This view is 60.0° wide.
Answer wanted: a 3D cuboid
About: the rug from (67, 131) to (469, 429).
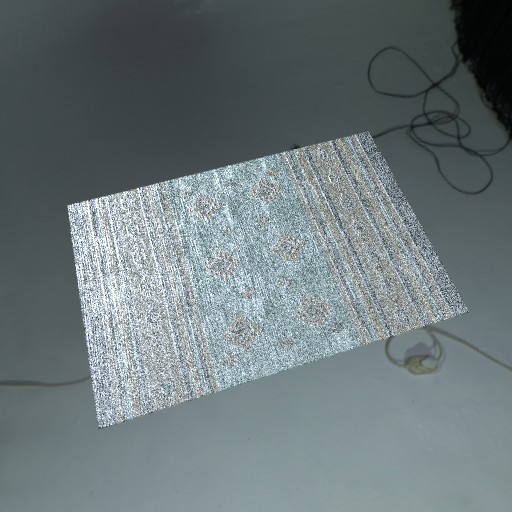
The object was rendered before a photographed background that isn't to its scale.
[{"bbox_3d":[0.000,0.000,2.315,1.811,0.010,1.212,-16,64,-8],"label":"rug"}]
